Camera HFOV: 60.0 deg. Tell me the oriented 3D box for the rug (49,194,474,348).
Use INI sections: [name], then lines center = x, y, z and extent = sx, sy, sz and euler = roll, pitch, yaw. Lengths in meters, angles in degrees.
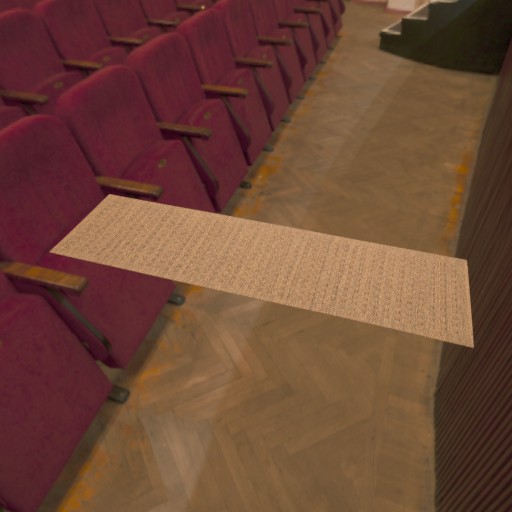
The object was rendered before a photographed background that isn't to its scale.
[rug]
center = 0.000, 0.000, 2.686
extent = 2.437, 0.005, 0.688
euler = 11, 42, 13
